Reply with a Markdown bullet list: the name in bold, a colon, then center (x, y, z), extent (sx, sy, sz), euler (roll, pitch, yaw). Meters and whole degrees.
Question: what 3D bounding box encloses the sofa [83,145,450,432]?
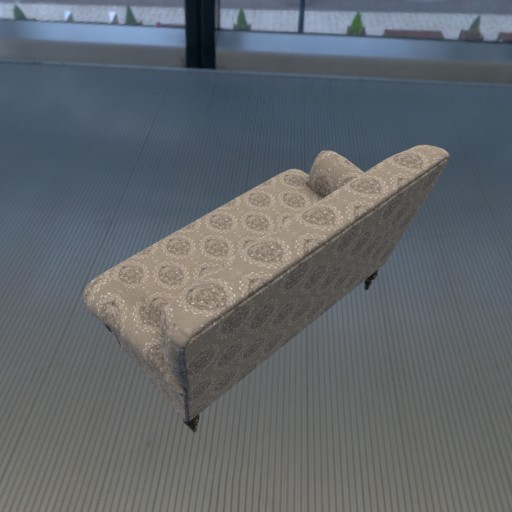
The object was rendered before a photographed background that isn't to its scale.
- **sofa**: center (0.000, 0.000, 1.805), extent (1.297, 0.889, 0.779), euler (-33, 55, -27)
